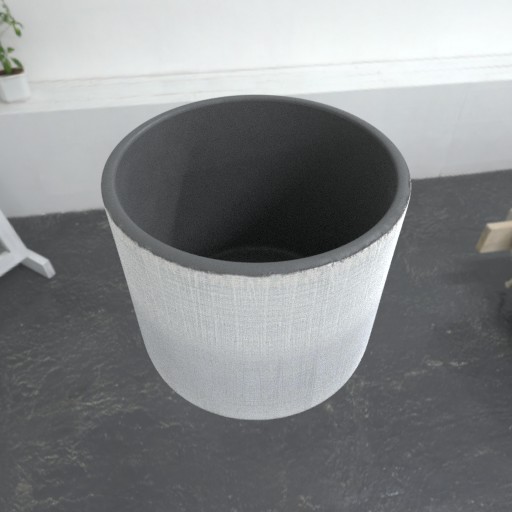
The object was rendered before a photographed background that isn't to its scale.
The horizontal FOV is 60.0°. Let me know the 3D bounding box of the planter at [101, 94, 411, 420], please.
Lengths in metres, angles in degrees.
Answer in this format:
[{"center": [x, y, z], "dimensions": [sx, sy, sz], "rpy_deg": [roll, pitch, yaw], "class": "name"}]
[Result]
[{"center": [0.000, 0.000, 0.442], "dimensions": [0.254, 0.221, 0.254], "rpy_deg": [0, 45, 0], "class": "planter"}]
